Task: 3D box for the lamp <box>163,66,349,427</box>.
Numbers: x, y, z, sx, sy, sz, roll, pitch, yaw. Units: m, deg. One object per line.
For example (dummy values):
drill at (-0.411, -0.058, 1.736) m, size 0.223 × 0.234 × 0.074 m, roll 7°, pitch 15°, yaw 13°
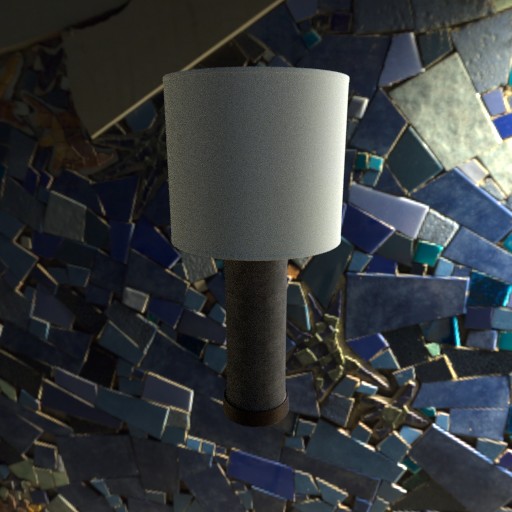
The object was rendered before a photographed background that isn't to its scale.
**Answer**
lamp at (0.000, 0.000, 0.810) m, size 0.301 × 0.630 × 0.301 m, roll 8°, pitch 18°, yaw 27°
